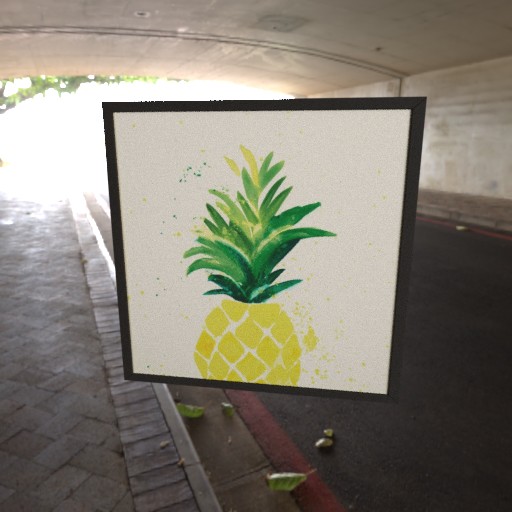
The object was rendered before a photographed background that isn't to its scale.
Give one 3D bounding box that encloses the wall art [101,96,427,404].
[{"bbox_3d":[0.000,0.000,1.139,0.762,0.760,0.037,2,15,9],"label":"wall art"}]
